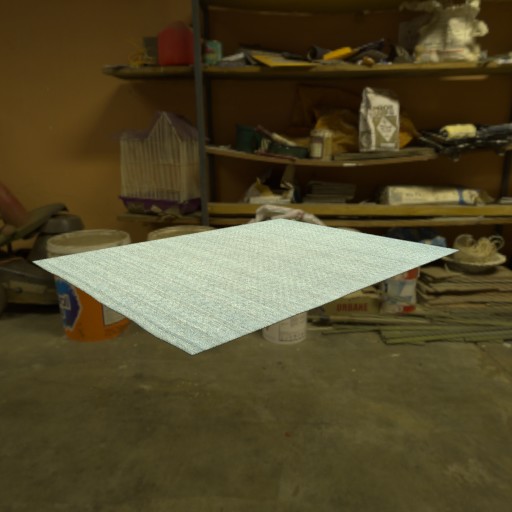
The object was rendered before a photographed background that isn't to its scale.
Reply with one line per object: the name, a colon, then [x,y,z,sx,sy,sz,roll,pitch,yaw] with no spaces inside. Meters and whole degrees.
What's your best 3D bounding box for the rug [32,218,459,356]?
rug: [0.000,0.000,4.158,3.200,0.007,2.443,-14,20,-41]
